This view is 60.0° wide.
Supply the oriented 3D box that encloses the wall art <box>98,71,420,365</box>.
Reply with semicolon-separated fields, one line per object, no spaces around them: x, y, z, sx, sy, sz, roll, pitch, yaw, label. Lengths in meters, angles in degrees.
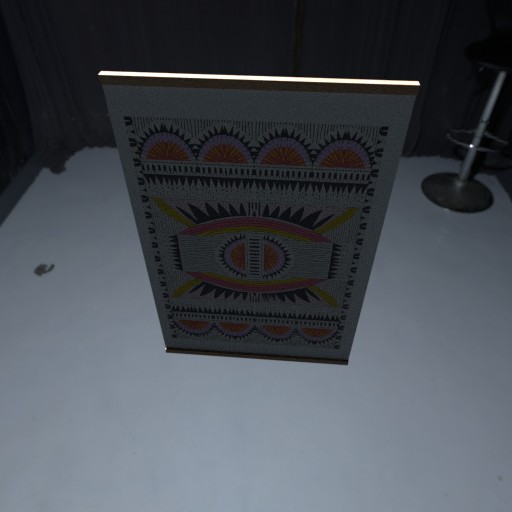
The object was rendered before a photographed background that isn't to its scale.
0.000;0.000;1.910;0.999;1.533;0.028;3;44;3;wall art
